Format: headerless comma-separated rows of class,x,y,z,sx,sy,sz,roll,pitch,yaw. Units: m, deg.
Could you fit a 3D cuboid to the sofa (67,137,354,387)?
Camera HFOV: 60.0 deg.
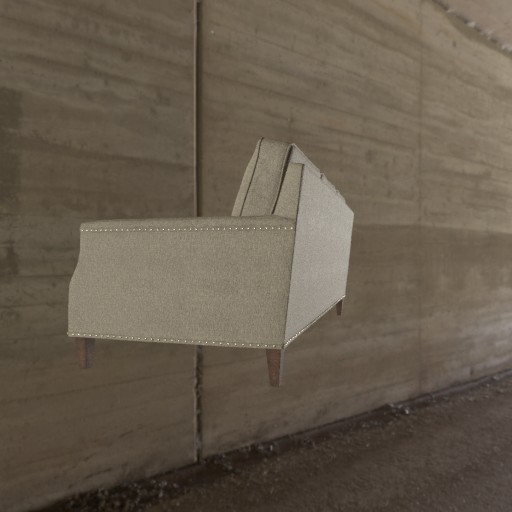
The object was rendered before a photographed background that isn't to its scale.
sofa,0.000,0.000,2.860,1.084,1.003,2.246,0,0,17
